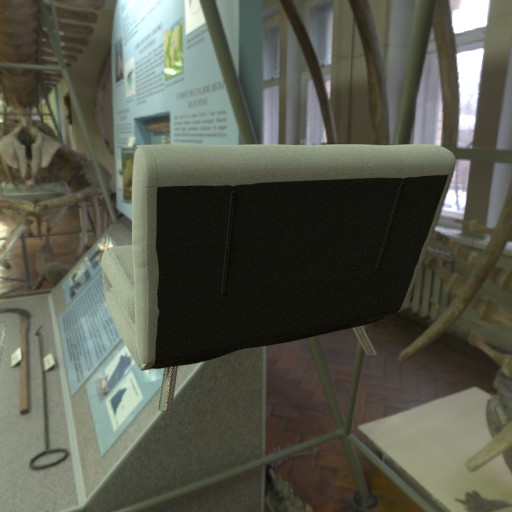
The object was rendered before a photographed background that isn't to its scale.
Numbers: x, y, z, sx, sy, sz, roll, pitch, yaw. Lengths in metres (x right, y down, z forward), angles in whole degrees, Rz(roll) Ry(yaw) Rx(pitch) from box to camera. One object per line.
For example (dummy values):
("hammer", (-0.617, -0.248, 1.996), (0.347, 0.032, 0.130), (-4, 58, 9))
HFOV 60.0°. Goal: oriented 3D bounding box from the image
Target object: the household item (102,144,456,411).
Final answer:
("household item", (0.000, 0.000, 1.638), (1.000, 0.800, 0.874), (-7, 16, -26))
